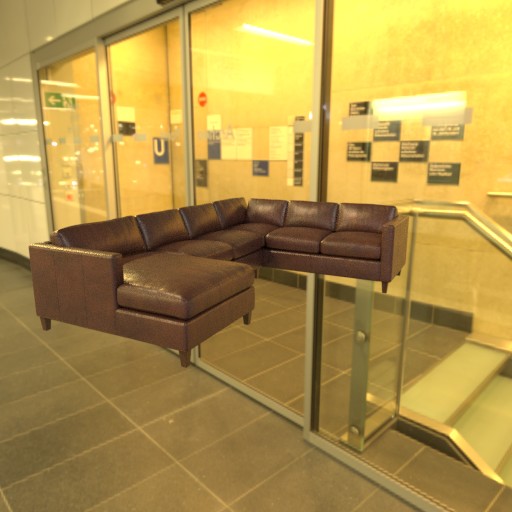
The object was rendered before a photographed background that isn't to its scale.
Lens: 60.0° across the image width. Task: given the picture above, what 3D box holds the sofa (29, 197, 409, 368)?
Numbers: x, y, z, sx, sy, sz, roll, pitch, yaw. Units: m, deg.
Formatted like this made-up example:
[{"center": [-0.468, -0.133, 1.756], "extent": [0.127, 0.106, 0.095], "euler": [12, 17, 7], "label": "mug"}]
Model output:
[{"center": [0.000, 0.000, 4.532], "extent": [2.452, 0.891, 3.324], "euler": [7, 14, 27], "label": "sofa"}]
